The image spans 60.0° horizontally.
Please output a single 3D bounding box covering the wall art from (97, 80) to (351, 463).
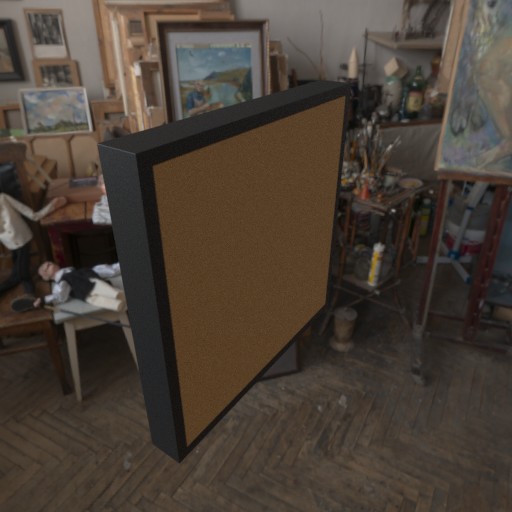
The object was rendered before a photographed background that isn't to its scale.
[{"bbox_3d":[0.000,0.000,0.462,0.038,0.304,0.304,20,36,30],"label":"wall art"}]
